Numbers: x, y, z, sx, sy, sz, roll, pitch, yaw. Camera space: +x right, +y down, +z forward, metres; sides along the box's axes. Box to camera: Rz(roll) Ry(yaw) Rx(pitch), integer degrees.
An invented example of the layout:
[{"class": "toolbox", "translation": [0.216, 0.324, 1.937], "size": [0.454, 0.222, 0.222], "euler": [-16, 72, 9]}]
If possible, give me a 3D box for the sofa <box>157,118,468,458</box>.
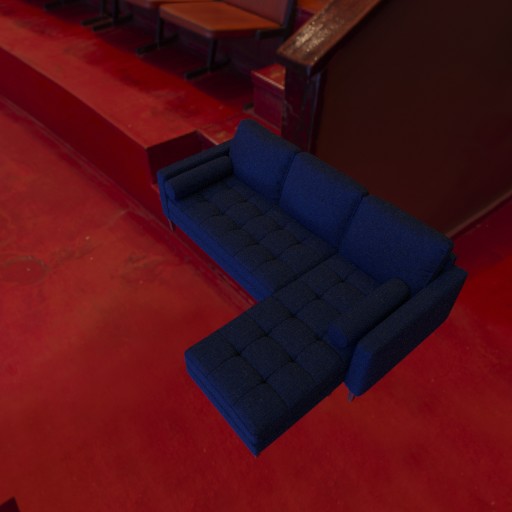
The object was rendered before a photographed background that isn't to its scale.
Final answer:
[{"class": "sofa", "translation": [0.000, 0.000, 3.037], "size": [1.613, 0.841, 2.185], "euler": [-31, 53, -27]}]
